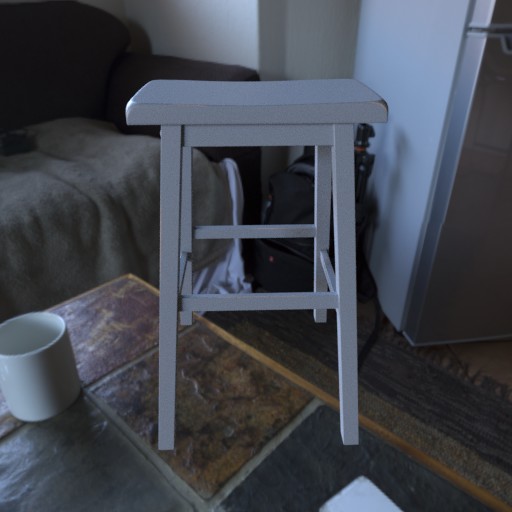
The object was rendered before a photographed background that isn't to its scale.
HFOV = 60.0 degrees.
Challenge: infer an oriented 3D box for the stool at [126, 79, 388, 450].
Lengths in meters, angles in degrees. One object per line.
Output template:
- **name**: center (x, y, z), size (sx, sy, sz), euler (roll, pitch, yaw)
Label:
- **stool**: center (0.000, 0.000, 1.031), size (0.457, 0.737, 0.476), euler (-1, 31, -2)
